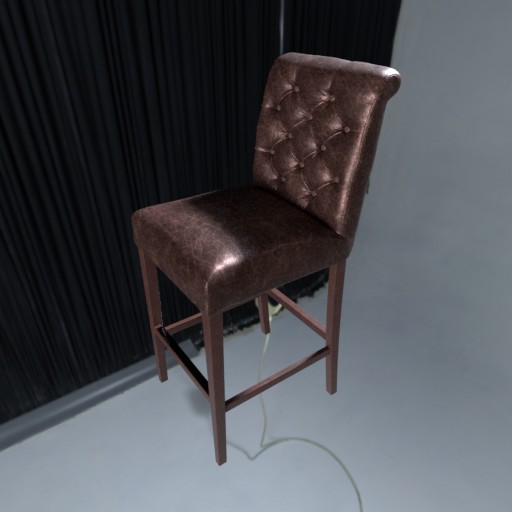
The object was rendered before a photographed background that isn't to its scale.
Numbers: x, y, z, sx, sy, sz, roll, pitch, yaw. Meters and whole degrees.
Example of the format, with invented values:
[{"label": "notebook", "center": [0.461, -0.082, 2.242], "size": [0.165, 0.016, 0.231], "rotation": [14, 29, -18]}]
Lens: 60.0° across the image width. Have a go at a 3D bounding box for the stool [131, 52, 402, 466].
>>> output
[{"label": "stool", "center": [0.000, 0.000, 1.471], "size": [0.659, 1.168, 0.483], "rotation": [-20, 36, -30]}]
